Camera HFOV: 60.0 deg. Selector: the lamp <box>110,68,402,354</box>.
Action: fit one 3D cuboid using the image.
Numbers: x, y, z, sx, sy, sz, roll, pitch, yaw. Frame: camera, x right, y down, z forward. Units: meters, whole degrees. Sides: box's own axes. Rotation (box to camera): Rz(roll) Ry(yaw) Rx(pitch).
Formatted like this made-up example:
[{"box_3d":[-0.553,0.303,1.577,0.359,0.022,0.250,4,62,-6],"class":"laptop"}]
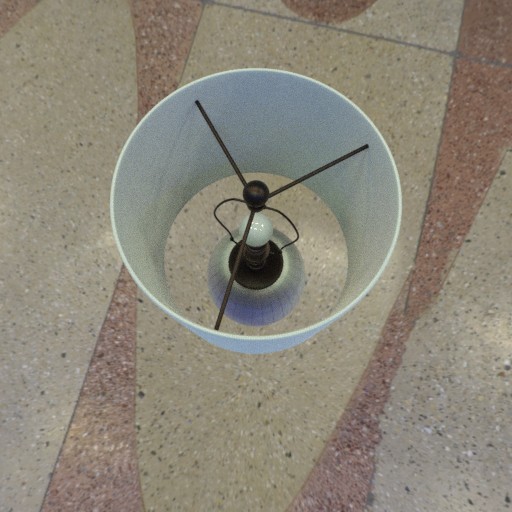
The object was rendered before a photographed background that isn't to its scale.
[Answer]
[{"box_3d":[0.000,0.000,0.759,0.328,0.570,0.328,0,75,0],"class":"lamp"}]
